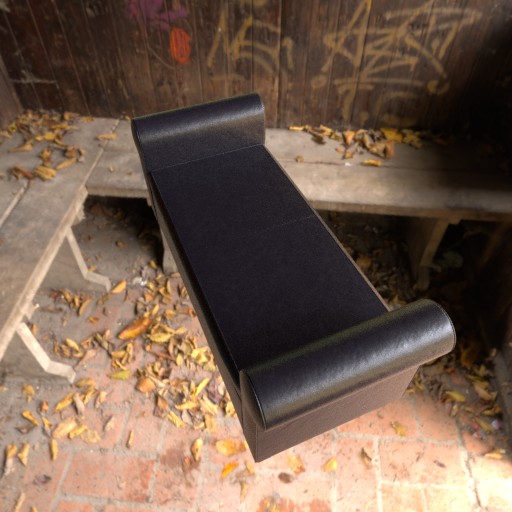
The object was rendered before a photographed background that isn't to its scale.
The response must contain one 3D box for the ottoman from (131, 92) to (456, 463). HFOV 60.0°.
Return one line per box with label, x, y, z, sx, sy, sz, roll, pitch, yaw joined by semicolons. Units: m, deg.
ottoman;0.000;0.000;1.538;0.521;0.547;1.256;-18;51;-15
